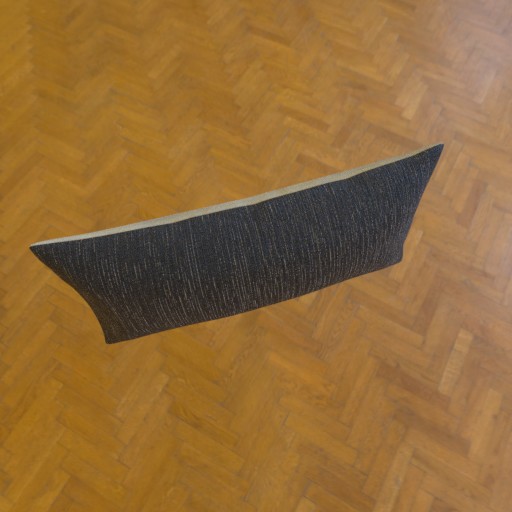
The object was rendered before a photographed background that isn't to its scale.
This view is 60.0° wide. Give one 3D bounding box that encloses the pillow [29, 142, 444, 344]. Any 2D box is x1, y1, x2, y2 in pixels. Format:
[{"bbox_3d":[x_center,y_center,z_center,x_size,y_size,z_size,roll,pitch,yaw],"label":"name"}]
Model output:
[{"bbox_3d":[0.000,0.000,0.746,0.608,0.305,0.156,-15,65,-7],"label":"pillow"}]
